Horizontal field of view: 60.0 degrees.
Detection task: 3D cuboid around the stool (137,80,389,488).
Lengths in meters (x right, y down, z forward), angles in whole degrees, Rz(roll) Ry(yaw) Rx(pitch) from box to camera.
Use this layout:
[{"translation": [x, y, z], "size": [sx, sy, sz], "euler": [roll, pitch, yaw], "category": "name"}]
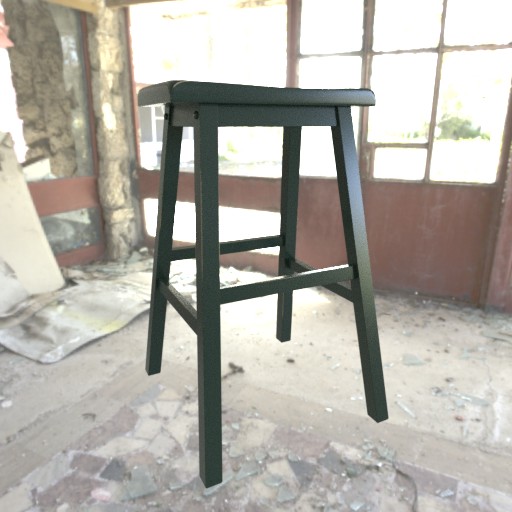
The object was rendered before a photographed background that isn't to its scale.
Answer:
[{"translation": [0.000, 0.000, 1.040], "size": [0.457, 0.737, 0.476], "euler": [-8, 19, -26], "category": "stool"}]
